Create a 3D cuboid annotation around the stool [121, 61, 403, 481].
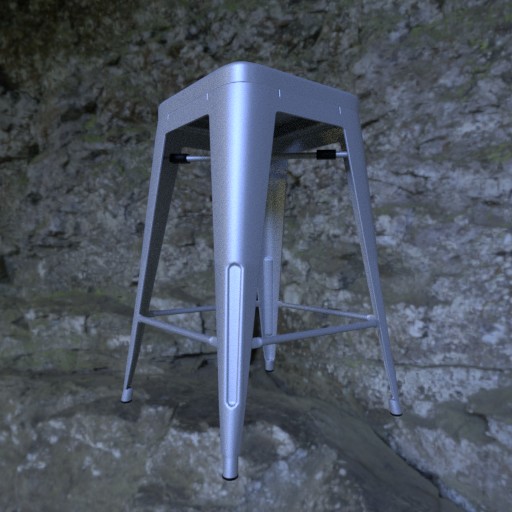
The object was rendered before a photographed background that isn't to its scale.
[{"bbox_3d":[0.000,0.000,0.880,0.406,0.610,0.406,-1,1,-37],"label":"stool"}]
